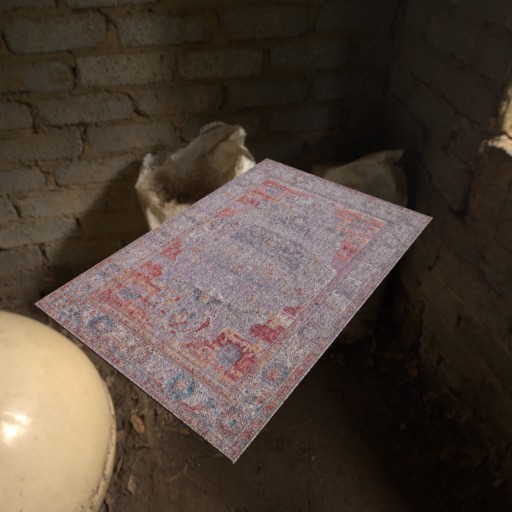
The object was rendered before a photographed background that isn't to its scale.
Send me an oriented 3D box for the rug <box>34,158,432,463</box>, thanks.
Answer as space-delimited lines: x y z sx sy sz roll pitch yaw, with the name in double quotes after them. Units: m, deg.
0.000 0.000 2.341 1.219 0.005 1.829 26 46 28 "rug"
